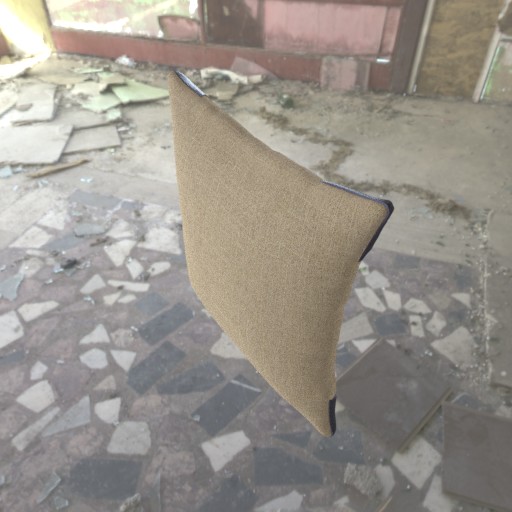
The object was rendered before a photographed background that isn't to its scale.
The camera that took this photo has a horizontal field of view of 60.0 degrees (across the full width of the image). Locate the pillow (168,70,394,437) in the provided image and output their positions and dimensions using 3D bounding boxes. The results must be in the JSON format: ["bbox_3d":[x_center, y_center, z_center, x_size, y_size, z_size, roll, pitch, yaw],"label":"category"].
[{"bbox_3d":[0.000,0.000,0.676,0.147,0.441,0.440,-25,47,-26],"label":"pillow"}]
